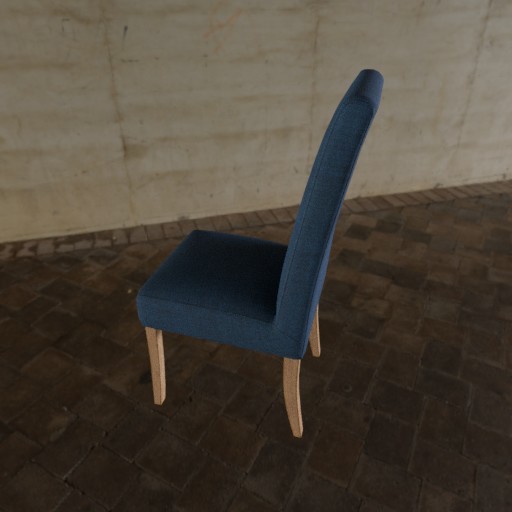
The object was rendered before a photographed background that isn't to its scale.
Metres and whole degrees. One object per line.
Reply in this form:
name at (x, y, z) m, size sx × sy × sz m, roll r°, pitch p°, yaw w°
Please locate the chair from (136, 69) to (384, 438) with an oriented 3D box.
chair at (0.000, 0.000, 1.350) m, size 0.610 × 1.029 × 0.450 m, roll 8°, pitch 31°, yaw 13°
